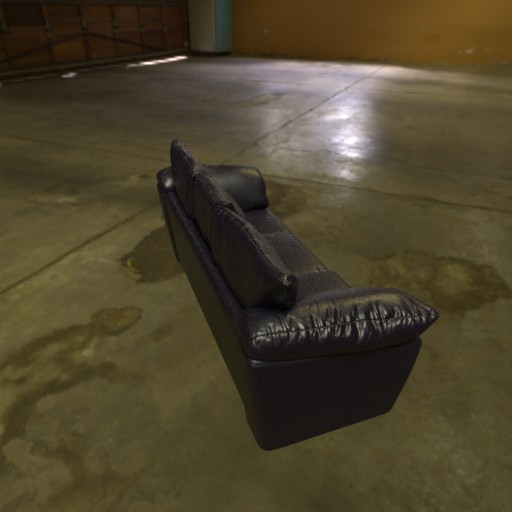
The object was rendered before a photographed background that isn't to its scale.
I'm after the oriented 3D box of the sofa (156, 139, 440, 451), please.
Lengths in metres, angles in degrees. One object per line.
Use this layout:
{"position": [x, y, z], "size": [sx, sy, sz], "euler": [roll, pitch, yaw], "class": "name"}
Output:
{"position": [0.000, 0.000, 2.857], "size": [0.880, 1.073, 2.336], "euler": [-10, 31, -18], "class": "sofa"}
